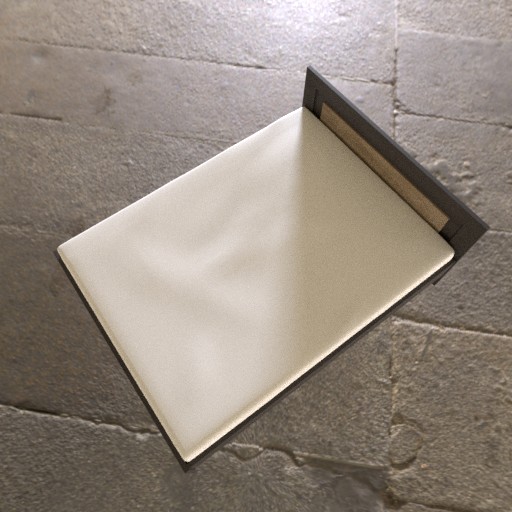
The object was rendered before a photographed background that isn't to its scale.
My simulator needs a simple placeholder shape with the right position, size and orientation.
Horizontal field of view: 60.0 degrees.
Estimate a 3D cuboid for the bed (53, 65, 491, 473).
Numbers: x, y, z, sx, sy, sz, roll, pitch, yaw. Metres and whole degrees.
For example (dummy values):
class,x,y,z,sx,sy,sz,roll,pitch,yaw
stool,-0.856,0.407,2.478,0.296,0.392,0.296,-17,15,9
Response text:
class,x,y,z,sx,sy,sz,roll,pitch,yaw
bed,0.000,0.000,2.843,2.073,0.823,1.585,-33,69,-15
